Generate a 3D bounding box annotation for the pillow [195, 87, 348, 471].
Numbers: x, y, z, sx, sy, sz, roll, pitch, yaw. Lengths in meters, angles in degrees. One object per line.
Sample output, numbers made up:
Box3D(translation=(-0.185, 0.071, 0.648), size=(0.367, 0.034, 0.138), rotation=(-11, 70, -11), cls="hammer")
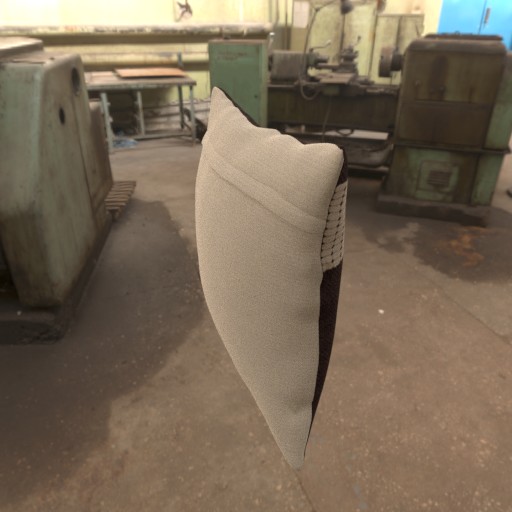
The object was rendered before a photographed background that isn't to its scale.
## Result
Box3D(translation=(0.000, 0.000, 0.723), size=(0.178, 0.473, 0.475), rotation=(-9, 30, -16), cls="pillow")
